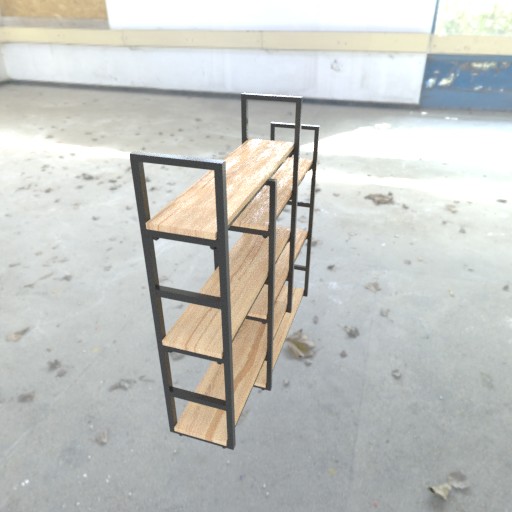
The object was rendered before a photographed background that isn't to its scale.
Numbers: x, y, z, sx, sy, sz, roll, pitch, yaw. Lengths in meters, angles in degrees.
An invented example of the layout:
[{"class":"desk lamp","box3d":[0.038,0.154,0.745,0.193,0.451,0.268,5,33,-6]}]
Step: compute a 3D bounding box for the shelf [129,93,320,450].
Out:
[{"class":"shelf","box3d":[0.000,0.000,1.401,0.183,0.921,0.946,9,32,16]}]
